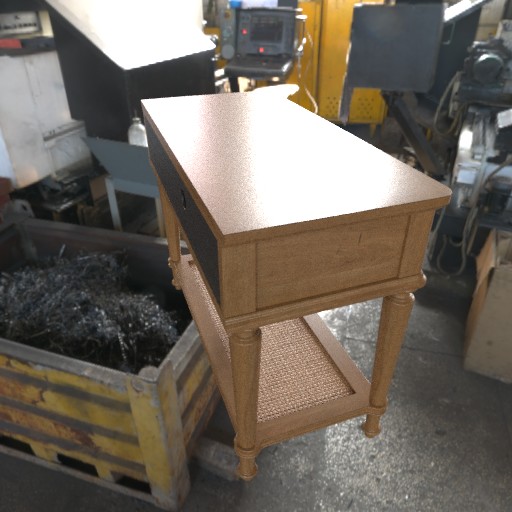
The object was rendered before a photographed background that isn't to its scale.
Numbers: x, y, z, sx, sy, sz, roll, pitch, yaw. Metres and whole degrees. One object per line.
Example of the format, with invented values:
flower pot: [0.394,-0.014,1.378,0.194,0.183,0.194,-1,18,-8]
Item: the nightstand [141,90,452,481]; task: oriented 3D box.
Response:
nightstand: [0.000,0.000,1.263,0.432,0.700,0.914,-11,34,-17]
